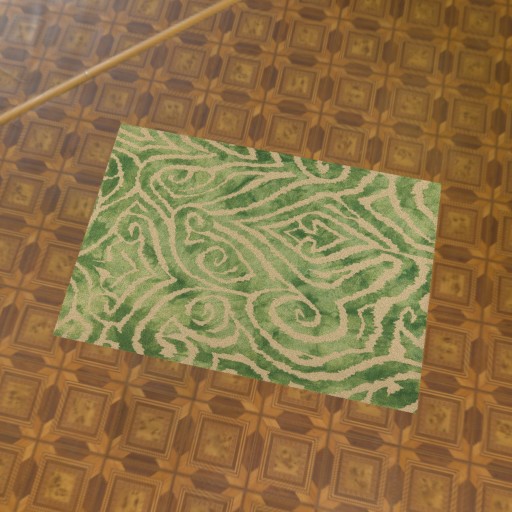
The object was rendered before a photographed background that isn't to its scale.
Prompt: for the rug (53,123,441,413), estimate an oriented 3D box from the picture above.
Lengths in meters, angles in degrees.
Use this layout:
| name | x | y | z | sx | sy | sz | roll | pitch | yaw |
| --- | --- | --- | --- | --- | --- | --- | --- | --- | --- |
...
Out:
| name | x | y | z | sx | sy | sz | roll | pitch | yaw |
| --- | --- | --- | --- | --- | --- | --- | --- | --- | --- |
| rug | 0.000 | 0.000 | 2.328 | 1.826 | 0.006 | 1.220 | 11 | 75 | 3 |
